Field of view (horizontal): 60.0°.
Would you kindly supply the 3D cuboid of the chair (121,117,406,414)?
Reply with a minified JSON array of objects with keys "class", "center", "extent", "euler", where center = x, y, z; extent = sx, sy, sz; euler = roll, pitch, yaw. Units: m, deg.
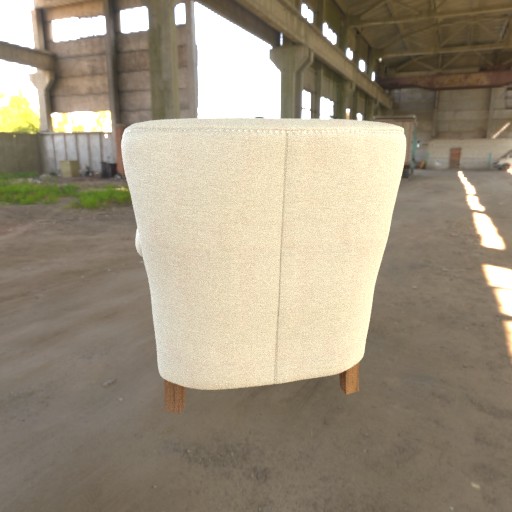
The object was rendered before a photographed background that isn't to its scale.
[{"class":"chair","center":[0.000,0.000,1.657],"extent":[0.861,0.936,0.921],"euler":[-2,14,-10]}]
